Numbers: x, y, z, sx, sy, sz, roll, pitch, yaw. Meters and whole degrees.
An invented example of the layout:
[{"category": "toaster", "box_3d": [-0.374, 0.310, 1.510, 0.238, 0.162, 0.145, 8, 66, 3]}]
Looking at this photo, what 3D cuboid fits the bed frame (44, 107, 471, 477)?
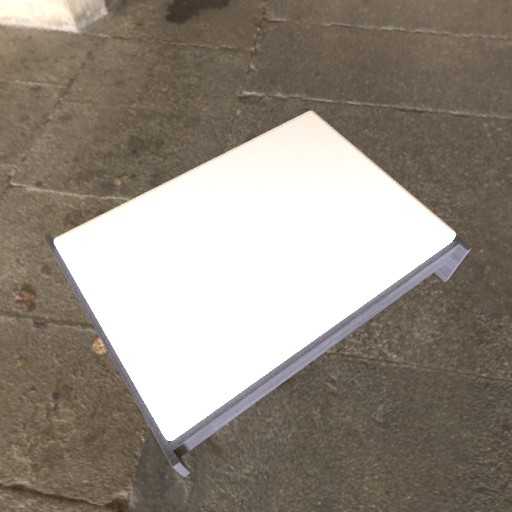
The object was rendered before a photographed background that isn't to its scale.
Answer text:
[{"category": "bed frame", "box_3d": [0.000, 0.000, 2.661, 1.950, 0.432, 1.490, -31, 62, -18]}]
